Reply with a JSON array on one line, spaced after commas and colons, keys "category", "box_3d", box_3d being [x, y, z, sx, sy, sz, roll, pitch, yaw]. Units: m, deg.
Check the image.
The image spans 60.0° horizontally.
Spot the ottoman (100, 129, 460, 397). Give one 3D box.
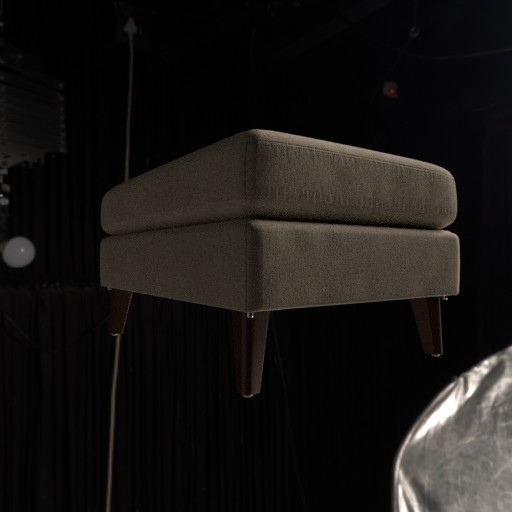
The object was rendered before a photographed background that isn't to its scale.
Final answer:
[{"category": "ottoman", "box_3d": [0.000, 0.000, 1.196, 0.610, 0.478, 0.823, 0, 0, -35]}]
